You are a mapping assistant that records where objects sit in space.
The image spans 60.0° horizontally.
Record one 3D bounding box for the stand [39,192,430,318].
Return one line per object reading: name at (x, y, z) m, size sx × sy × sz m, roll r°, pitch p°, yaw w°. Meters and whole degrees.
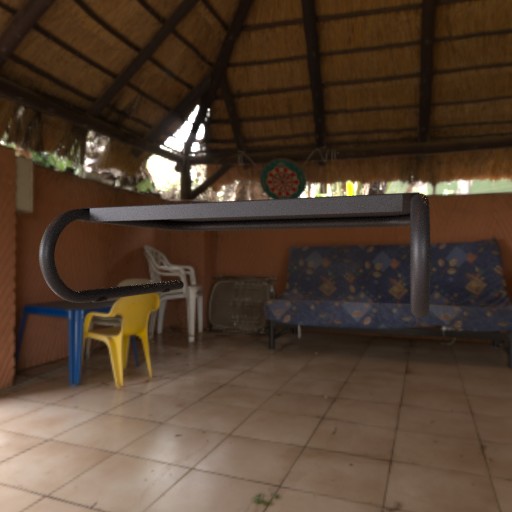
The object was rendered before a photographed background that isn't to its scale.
stand at (0.000, 0.000, 0.514) m, size 0.370 × 0.108 × 0.280 m, roll 0°, pitch 0°, yaw 20°
